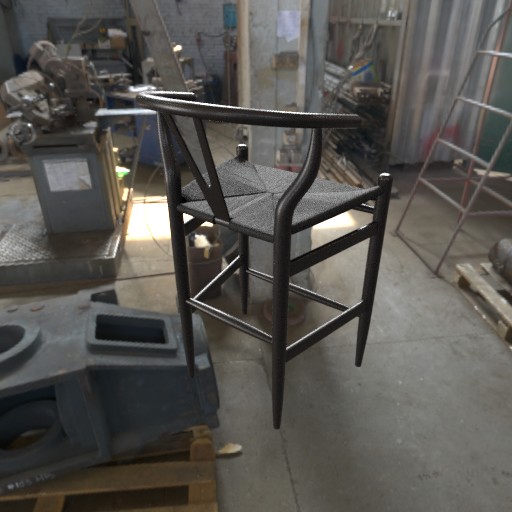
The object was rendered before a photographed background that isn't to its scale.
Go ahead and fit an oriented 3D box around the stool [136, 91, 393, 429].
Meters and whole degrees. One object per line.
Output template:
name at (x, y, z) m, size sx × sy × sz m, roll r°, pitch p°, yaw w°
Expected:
stool at (0.000, 0.000, 1.331) m, size 0.569 × 0.970 × 0.579 m, roll 20°, pitch 35°, yaw 32°
